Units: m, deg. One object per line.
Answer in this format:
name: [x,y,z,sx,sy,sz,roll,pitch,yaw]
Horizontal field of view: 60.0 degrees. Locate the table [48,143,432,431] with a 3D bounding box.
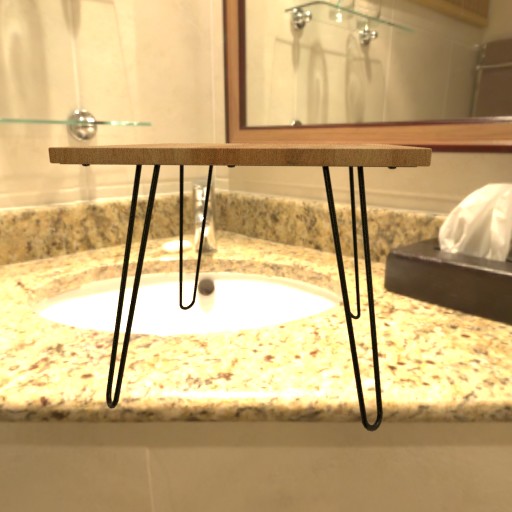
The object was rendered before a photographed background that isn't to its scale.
table: [0.000,0.000,1.029,0.599,0.500,0.599,2,15,8]
